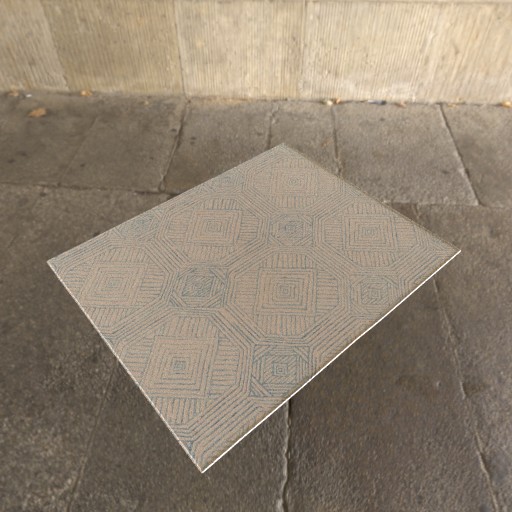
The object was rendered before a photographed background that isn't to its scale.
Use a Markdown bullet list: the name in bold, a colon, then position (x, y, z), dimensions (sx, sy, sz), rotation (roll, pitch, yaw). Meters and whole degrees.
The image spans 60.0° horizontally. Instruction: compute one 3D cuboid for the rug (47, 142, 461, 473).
- **rug**: position (0.000, 0.000, 4.179), dimensions (3.049, 0.015, 2.457), rotation (-32, 55, -27)
